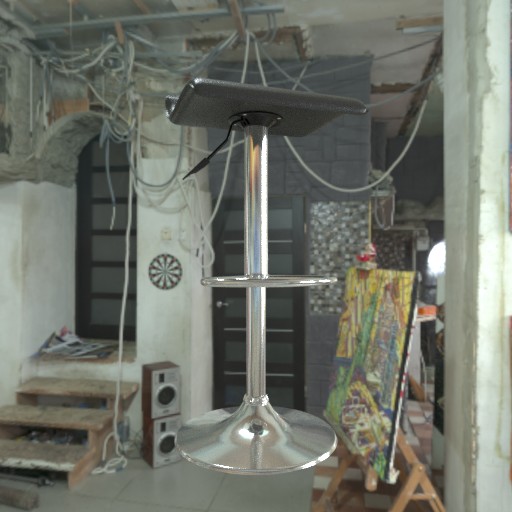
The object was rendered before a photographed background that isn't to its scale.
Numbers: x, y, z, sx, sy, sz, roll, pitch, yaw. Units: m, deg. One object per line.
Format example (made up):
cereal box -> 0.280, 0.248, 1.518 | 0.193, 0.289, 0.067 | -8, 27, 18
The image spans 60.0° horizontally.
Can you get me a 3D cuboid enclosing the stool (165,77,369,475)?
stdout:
stool -> 0.000, 0.000, 1.052 | 0.381, 0.851, 0.381 | 0, 0, -19
